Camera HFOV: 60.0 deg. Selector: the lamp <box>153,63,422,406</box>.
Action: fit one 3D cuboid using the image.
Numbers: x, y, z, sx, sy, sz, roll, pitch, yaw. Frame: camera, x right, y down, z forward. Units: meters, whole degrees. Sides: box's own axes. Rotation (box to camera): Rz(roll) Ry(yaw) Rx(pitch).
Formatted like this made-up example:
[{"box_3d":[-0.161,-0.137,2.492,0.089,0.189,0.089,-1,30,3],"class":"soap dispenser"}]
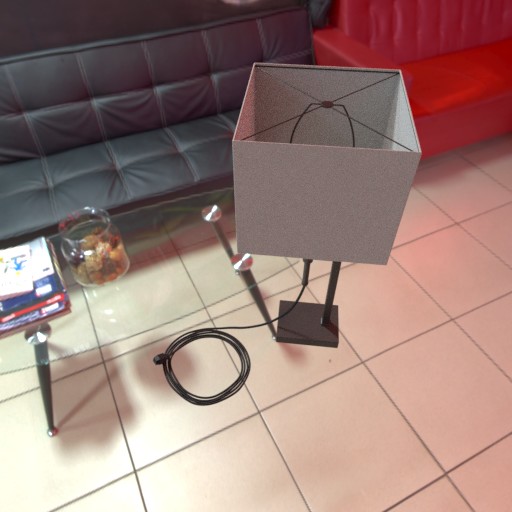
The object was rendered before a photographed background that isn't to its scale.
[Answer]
[{"box_3d":[0.000,0.000,0.956,0.504,0.660,0.399,5,47,5],"class":"lamp"}]
